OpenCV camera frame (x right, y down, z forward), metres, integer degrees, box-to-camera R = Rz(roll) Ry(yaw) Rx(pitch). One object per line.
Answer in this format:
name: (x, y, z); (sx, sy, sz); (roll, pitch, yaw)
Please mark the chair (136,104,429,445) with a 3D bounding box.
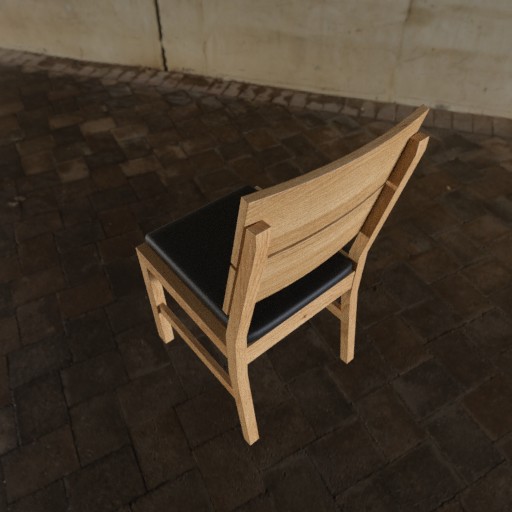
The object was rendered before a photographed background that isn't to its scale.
chair: (0.000, 0.000, 1.264); (0.475, 0.950, 0.569); (-31, 53, -27)
